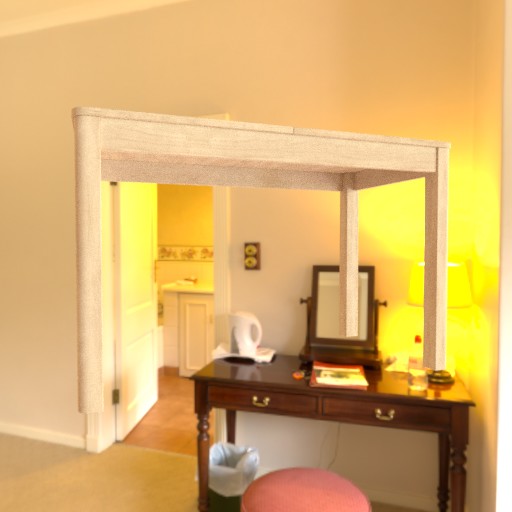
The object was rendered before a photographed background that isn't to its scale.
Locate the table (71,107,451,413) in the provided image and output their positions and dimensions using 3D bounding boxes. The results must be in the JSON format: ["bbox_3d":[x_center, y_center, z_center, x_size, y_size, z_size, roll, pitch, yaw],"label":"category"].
[{"bbox_3d":[0.000,0.000,1.871,1.400,0.900,0.750,-1,2,-20],"label":"table"}]
